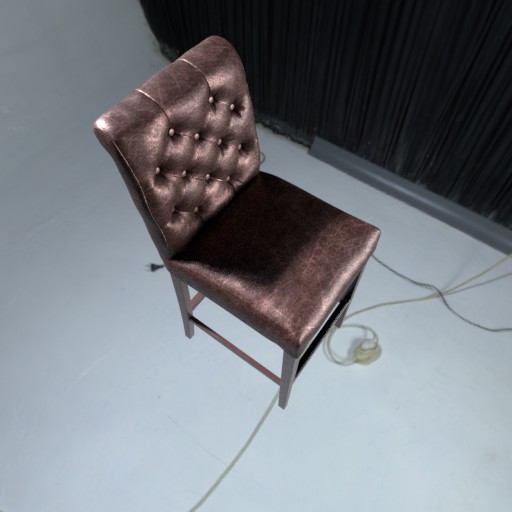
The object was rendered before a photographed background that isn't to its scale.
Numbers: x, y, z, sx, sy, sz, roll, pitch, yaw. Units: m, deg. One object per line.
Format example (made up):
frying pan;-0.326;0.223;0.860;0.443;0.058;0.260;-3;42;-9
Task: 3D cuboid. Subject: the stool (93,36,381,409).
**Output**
stool;0.000;0.000;1.514;0.659;1.168;0.483;32;63;19
